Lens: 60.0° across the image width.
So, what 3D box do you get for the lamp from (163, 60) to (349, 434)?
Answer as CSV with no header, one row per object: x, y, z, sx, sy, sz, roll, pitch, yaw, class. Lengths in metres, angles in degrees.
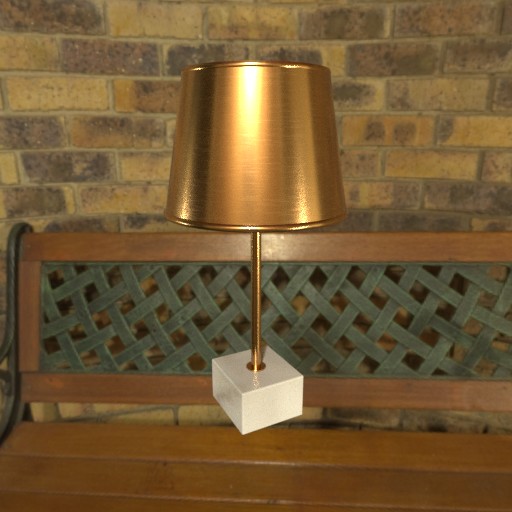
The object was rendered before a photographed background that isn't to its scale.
0.000,0.000,0.524,0.208,0.406,0.208,0,16,0,lamp
